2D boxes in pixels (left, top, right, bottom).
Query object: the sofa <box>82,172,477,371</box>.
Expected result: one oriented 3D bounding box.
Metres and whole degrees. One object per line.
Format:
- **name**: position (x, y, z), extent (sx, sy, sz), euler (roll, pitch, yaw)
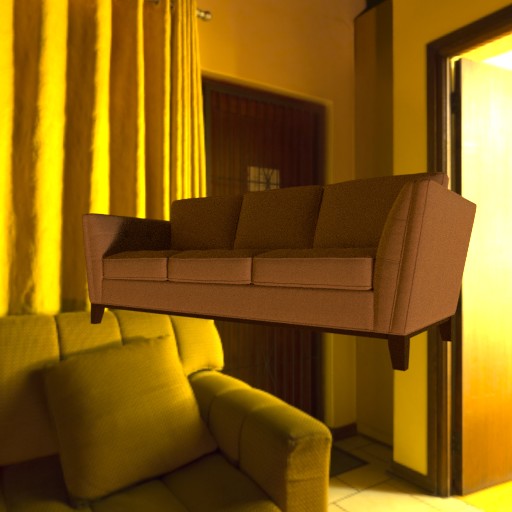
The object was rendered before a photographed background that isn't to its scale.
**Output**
- **sofa**: position (0.000, 0.000, 2.813), extent (2.388, 0.940, 0.965), euler (0, 0, 37)
